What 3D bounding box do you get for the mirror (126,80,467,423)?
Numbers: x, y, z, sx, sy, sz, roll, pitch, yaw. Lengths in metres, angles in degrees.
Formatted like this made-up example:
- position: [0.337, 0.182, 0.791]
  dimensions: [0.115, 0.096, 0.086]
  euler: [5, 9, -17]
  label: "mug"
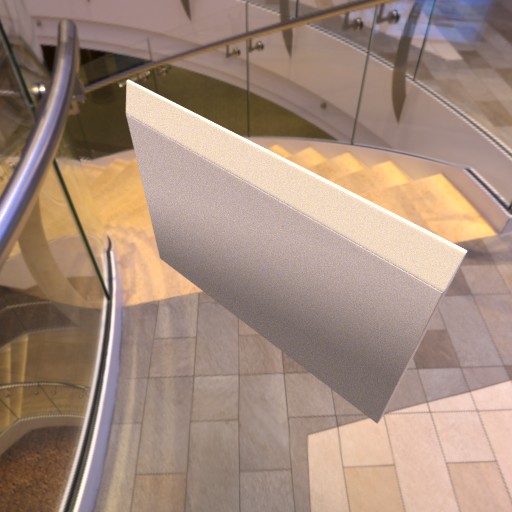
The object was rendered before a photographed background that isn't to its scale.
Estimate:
- position: [0.000, 0.000, 1.120]
  dimensions: [0.870, 0.630, 0.030]
  euler: [33, 55, 27]
  label: "mirror"
